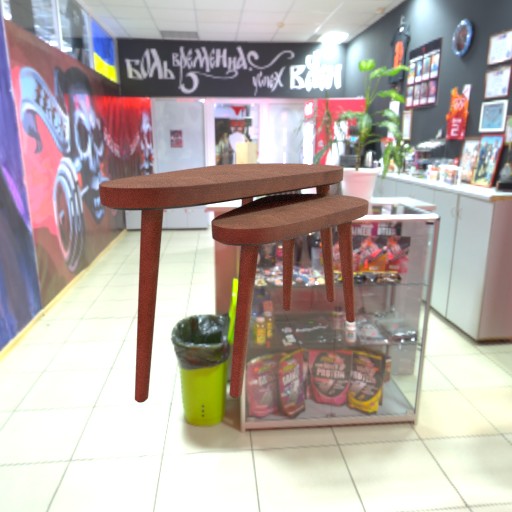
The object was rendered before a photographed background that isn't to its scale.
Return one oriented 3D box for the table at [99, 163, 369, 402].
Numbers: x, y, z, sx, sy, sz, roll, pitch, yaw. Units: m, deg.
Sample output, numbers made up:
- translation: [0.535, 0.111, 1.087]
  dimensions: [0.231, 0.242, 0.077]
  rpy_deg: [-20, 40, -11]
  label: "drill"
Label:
- translation: [0.000, 0.000, 1.600]
  dimensions: [0.701, 0.595, 1.190]
  rpy_deg: [8, 17, 27]
  label: "table"
